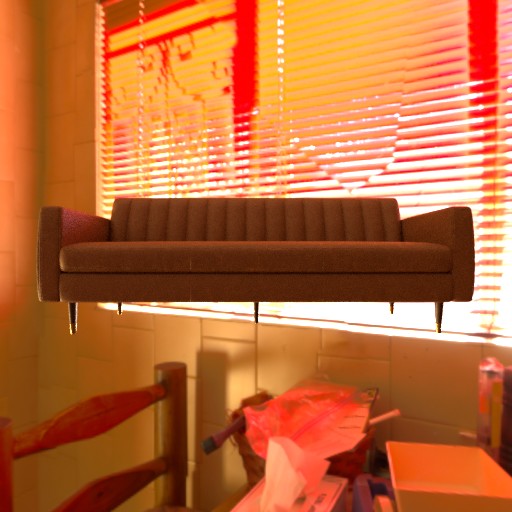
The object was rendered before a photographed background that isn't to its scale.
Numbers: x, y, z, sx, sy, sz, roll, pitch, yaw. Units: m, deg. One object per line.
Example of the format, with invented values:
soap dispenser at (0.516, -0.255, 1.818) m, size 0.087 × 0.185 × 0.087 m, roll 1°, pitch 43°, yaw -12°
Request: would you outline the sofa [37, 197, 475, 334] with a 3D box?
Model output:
sofa at (0.000, 0.000, 2.716) m, size 2.291 × 0.821 × 0.990 m, roll 0°, pitch 0°, yaw 0°
